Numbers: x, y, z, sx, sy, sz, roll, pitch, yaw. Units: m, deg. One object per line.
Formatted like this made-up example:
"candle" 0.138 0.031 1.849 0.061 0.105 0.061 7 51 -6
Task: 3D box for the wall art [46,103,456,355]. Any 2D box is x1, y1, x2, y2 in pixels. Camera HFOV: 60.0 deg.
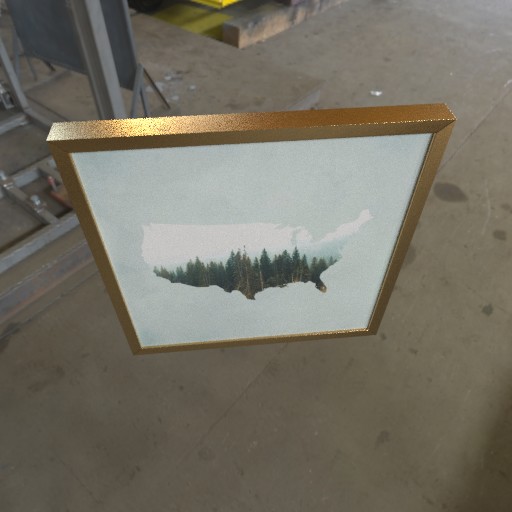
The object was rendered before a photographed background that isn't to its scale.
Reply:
"wall art" 0.000 0.000 0.749 0.509 0.509 0.040 -4 48 -4
